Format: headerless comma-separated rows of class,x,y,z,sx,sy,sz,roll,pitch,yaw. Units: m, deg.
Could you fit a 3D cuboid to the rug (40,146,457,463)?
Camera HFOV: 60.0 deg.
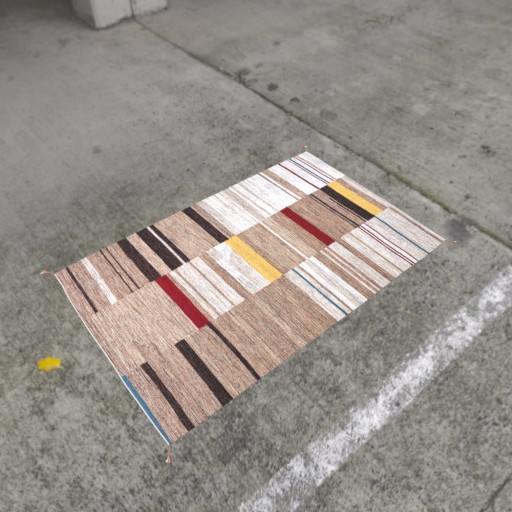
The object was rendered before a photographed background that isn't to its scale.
rug,0.000,0.000,2.402,1.918,0.007,1.268,-30,53,-26
